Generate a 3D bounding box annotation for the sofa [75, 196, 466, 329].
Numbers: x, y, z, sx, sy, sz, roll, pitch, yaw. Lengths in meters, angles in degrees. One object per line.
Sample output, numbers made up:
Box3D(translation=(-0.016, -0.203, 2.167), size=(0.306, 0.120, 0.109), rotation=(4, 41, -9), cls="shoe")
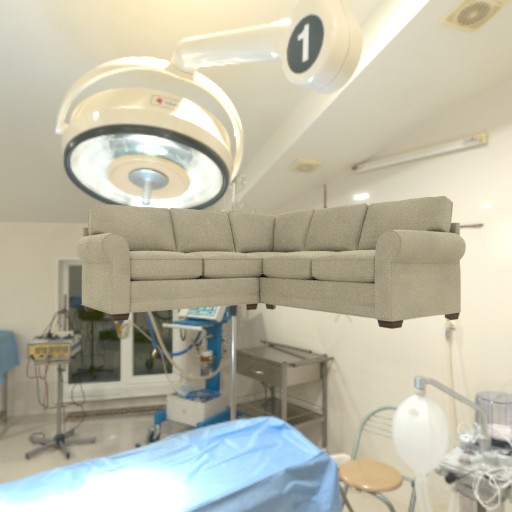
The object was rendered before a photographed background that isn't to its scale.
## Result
Box3D(translation=(0.000, 0.000, 3.917), size=(2.487, 1.053, 2.562), rotation=(0, 0, -36), cls="sofa")
